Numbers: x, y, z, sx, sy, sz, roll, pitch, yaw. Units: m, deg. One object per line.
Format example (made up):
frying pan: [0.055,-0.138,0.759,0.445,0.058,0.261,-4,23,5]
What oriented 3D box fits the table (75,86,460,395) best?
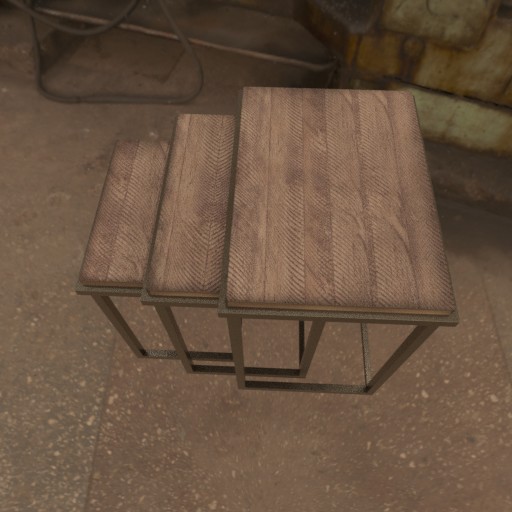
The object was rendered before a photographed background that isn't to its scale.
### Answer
table: [0.000,0.000,1.134,0.706,0.610,0.559,2,60,1]
